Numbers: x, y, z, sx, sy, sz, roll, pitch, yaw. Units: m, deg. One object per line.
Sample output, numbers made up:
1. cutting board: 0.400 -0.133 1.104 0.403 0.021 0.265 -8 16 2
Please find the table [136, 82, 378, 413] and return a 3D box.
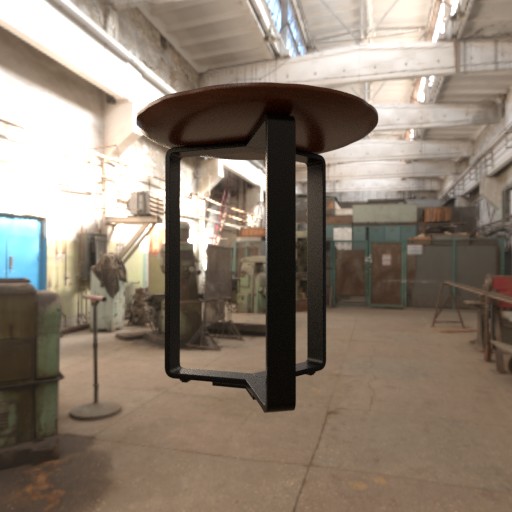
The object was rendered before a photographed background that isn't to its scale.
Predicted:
1. table: 0.000 0.000 0.768 0.410 0.450 0.380 0 -1 18
